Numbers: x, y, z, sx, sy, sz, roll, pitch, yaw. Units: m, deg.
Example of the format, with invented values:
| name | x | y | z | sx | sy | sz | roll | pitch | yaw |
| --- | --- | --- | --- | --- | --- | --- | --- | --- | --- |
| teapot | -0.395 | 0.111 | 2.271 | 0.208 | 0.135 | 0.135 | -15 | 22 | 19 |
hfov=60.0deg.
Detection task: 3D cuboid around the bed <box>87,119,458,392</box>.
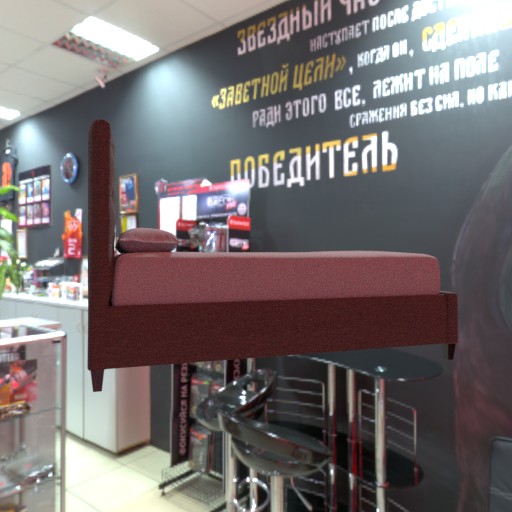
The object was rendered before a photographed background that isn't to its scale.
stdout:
| name | x | y | z | sx | sy | sz | roll | pitch | yaw |
| --- | --- | --- | --- | --- | --- | --- | --- | --- | --- |
| bed | 0.000 | 0.000 | 3.455 | 2.387 | 1.427 | 1.698 | 0 | 0 | -18 |
